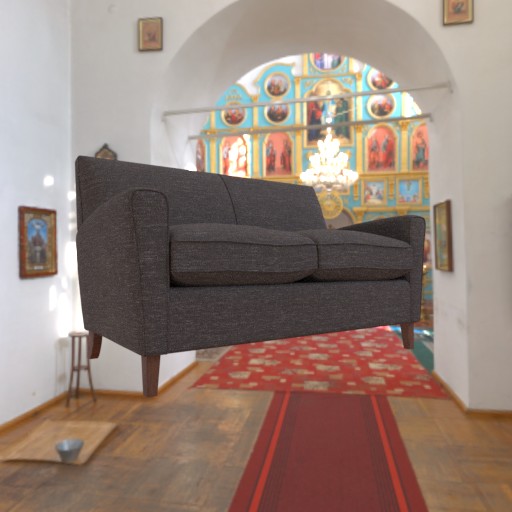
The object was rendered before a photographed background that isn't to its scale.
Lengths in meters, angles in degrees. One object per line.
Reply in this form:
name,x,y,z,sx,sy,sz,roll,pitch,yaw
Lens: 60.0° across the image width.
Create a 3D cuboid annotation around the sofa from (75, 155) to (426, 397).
sofa,0.000,0.000,2.088,1.509,0.905,0.867,1,-1,-35
